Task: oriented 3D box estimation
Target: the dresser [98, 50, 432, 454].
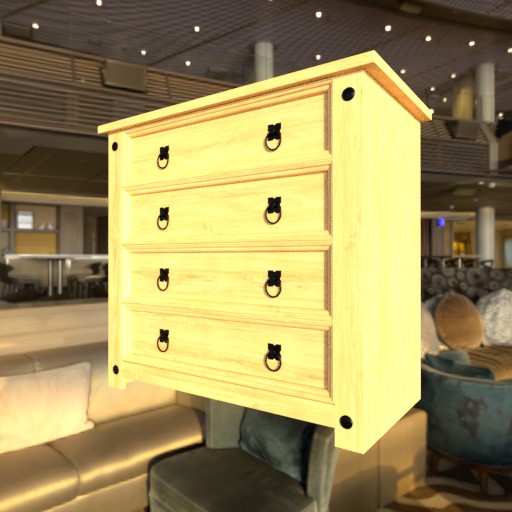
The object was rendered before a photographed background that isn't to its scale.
[{"bbox_3d":[0.000,0.000,1.184,0.800,0.730,0.410,0,0,35],"label":"dresser"}]
